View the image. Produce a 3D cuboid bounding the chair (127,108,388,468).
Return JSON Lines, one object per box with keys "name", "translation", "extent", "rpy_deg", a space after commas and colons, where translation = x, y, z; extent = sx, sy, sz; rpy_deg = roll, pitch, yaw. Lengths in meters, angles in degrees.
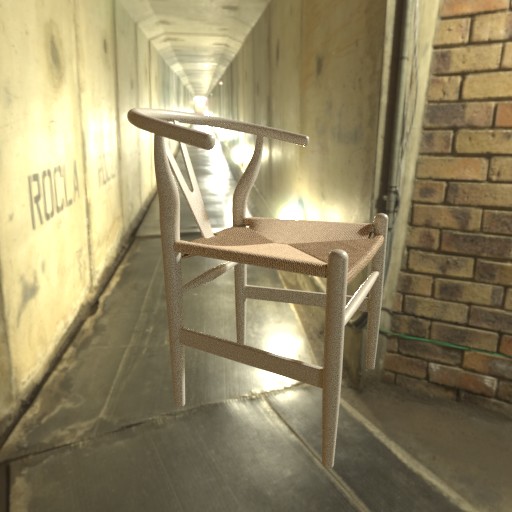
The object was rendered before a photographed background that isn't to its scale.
{"name": "chair", "translation": [0.000, 0.000, 1.135], "extent": [0.579, 0.730, 0.569], "rpy_deg": [7, 16, 24]}
